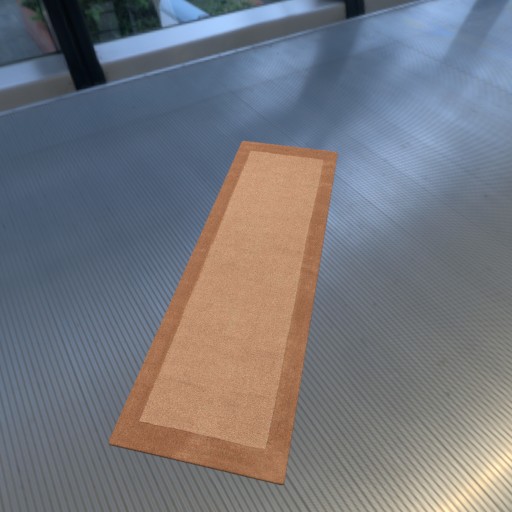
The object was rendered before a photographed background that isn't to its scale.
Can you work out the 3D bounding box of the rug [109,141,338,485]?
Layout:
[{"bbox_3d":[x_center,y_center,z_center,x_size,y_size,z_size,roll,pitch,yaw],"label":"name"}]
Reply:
[{"bbox_3d":[0.000,0.000,2.655,0.764,0.017,2.439,9,47,9],"label":"rug"}]
